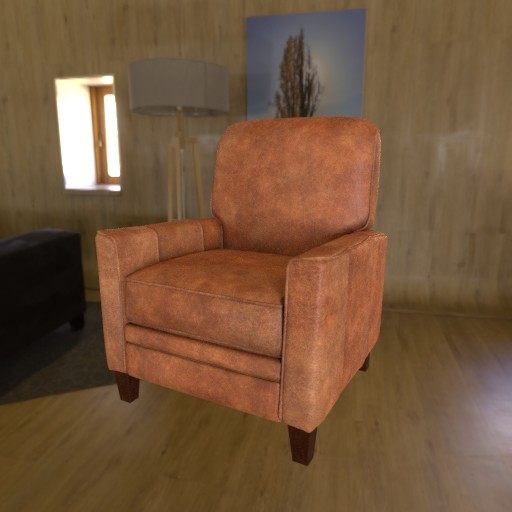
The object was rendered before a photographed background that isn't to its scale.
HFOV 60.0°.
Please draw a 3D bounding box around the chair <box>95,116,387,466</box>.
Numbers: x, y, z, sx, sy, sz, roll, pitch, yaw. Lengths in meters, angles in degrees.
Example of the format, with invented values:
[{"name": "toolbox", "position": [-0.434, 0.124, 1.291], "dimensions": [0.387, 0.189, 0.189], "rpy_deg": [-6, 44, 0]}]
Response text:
[{"name": "chair", "position": [0.000, 0.000, 1.670], "dimensions": [0.843, 1.043, 0.836], "rpy_deg": [7, 15, 28]}]
